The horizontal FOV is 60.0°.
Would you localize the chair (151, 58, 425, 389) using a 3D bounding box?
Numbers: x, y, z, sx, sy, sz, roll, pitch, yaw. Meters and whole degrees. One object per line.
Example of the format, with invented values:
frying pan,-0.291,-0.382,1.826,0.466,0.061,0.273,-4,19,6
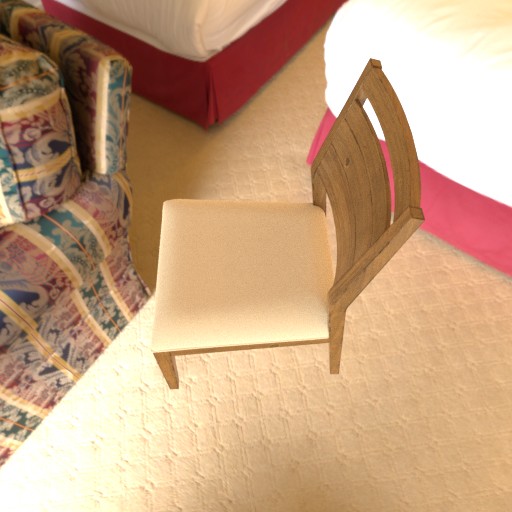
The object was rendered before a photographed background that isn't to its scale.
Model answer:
chair,0.000,0.000,1.250,0.610,0.939,0.497,-2,60,-1
